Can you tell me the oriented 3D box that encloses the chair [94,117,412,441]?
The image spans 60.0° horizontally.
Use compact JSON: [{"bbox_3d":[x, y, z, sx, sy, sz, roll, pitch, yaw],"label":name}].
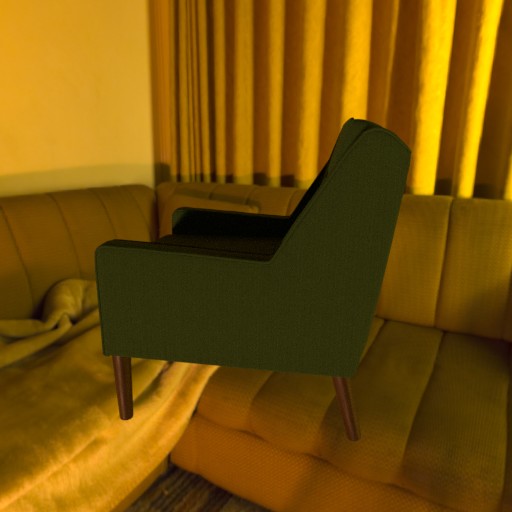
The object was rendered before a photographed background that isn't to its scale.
[{"bbox_3d":[0.000,0.000,1.350,0.743,0.792,0.663,2,15,8],"label":"chair"}]
